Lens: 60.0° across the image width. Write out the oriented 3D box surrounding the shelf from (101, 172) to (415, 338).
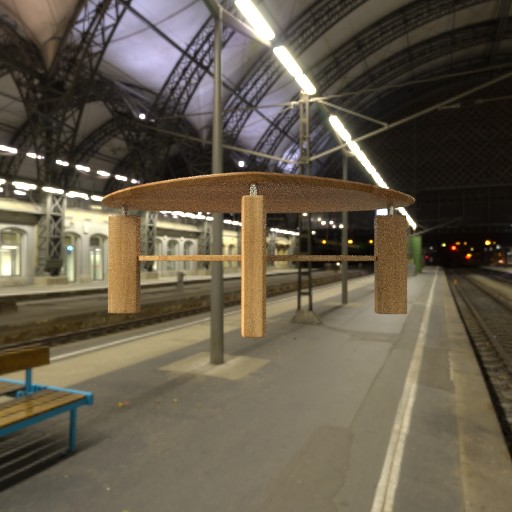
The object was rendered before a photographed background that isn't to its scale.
[{"bbox_3d":[0.000,0.000,1.599,1.240,0.439,0.863,0,0,1],"label":"shelf"}]
